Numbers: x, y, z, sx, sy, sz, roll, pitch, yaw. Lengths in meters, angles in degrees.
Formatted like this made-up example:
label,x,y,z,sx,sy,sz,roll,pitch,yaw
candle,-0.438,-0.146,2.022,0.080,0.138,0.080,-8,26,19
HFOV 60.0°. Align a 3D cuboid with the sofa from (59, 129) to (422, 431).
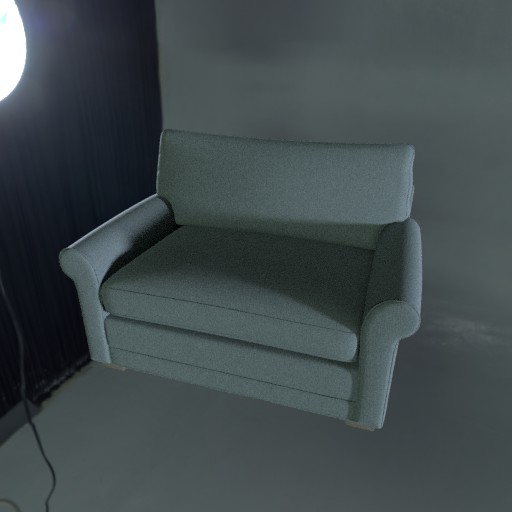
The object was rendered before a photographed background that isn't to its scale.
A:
label,x,y,z,sx,sy,sz,roll,pitch,yaw
sofa,0.000,0.000,2.023,1.410,0.953,0.940,8,27,16
